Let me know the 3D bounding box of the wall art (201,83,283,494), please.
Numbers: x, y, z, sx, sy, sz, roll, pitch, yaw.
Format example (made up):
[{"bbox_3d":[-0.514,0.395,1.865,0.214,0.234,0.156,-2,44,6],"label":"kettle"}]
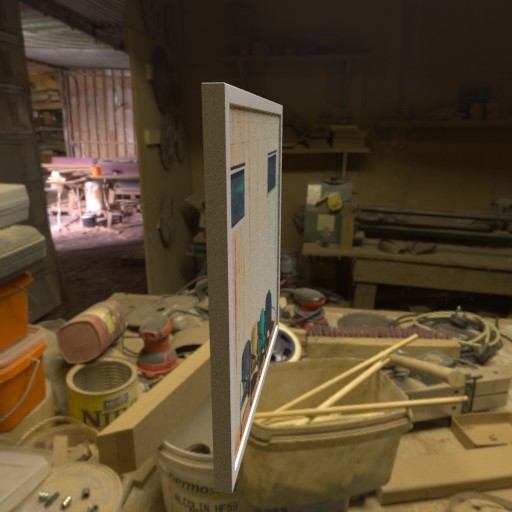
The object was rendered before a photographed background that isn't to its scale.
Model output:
[{"bbox_3d":[0.000,0.000,1.133,0.036,0.760,0.760,3,16,9],"label":"wall art"}]
